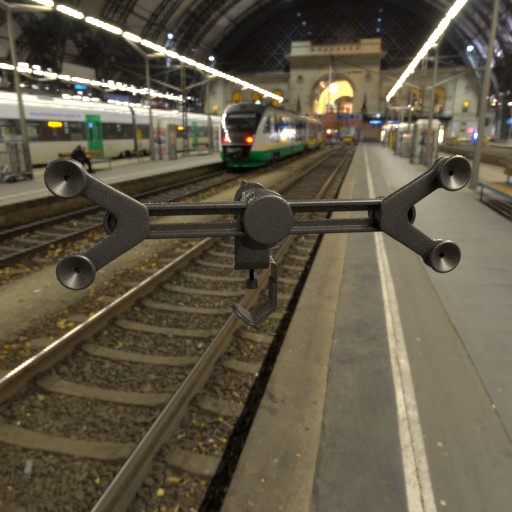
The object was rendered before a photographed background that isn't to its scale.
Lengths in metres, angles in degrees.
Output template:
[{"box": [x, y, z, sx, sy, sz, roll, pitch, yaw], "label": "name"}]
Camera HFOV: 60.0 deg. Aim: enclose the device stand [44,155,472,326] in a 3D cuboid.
[{"box": [0.000, 0.000, 0.363, 0.270, 0.166, 0.142, -2, 16, -8], "label": "device stand"}]
